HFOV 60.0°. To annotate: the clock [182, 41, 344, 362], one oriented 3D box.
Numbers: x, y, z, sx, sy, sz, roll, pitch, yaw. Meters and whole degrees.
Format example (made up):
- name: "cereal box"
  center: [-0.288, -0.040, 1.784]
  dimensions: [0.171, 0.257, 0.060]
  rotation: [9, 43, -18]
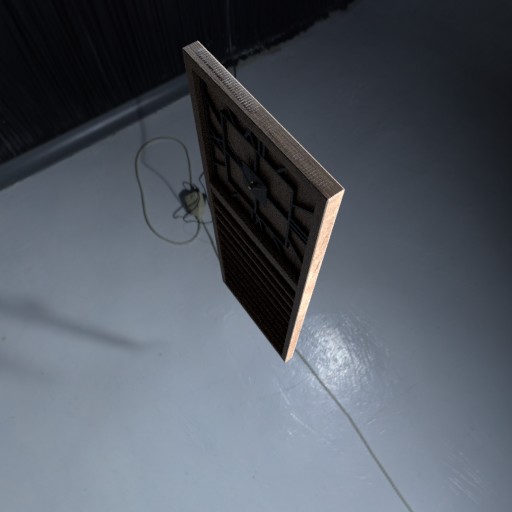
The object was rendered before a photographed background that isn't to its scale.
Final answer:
- name: "clock"
  center: [0.000, 0.000, 1.085]
  dimensions: [0.030, 0.965, 0.361]
  rotation: [-34, 69, -15]
